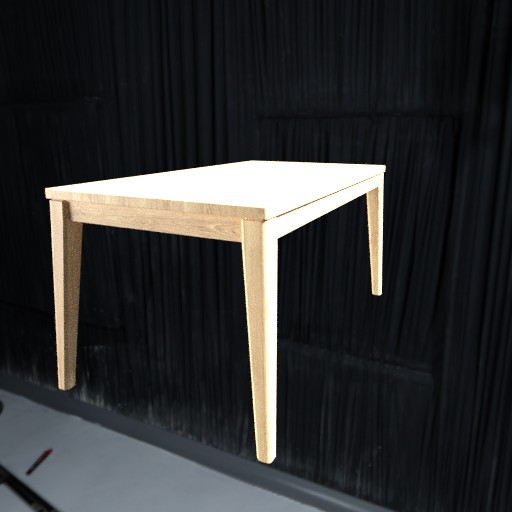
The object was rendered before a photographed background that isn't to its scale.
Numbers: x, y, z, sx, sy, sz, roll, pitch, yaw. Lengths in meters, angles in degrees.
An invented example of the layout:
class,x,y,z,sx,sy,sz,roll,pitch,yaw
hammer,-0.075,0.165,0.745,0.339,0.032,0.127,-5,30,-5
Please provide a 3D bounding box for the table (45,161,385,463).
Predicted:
class,x,y,z,sx,sy,sz,roll,pitch,yaw
table,0.000,0.000,2.089,0.900,0.760,1.600,8,18,26
